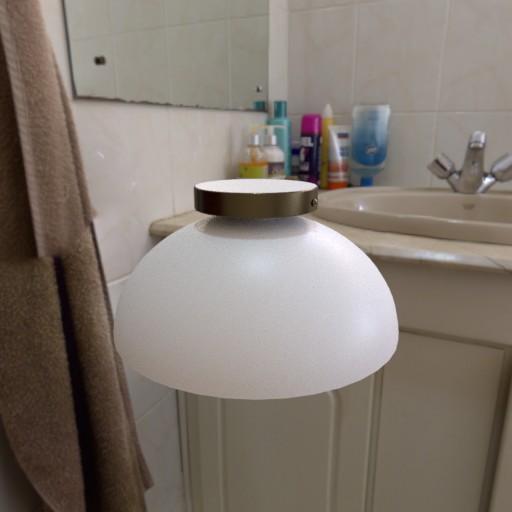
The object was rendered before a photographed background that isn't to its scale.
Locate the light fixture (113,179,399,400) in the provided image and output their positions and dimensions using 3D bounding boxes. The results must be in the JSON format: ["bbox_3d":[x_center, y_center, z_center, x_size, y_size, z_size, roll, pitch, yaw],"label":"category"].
[{"bbox_3d":[0.000,0.000,0.555,0.355,0.177,0.355,0,16,0],"label":"light fixture"}]
